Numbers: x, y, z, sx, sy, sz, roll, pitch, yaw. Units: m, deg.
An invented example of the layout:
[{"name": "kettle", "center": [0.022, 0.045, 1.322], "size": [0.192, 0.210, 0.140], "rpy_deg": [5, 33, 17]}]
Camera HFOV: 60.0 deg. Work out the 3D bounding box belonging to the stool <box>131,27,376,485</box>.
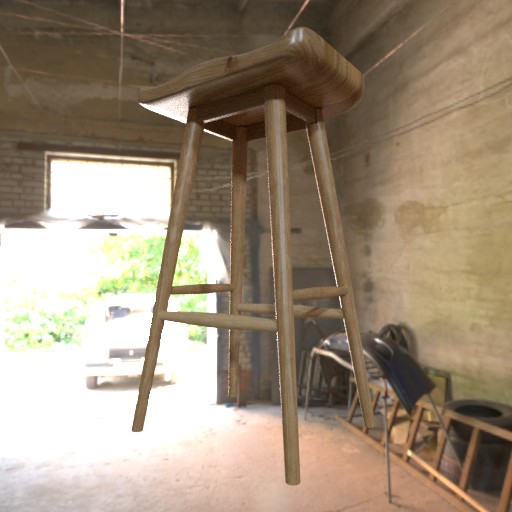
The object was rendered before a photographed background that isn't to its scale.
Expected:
[{"name": "stool", "center": [0.000, 0.000, 0.906], "size": [0.407, 0.698, 0.322], "rpy_deg": [-1, -2, 36]}]
